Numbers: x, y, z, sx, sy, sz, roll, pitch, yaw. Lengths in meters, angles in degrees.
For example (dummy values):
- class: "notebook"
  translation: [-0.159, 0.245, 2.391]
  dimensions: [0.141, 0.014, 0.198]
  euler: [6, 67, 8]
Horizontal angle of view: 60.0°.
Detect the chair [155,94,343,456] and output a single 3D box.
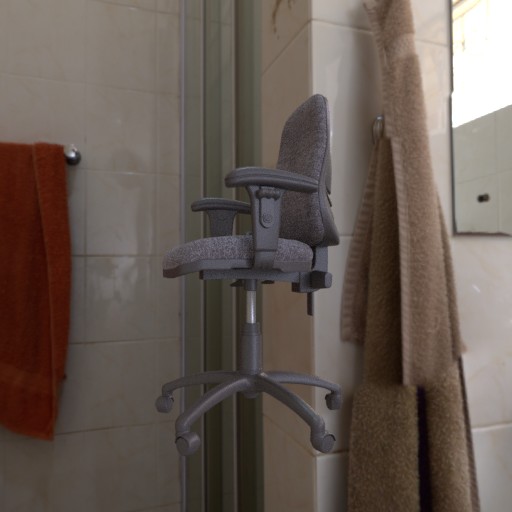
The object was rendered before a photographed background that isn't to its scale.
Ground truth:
- class: "chair"
  translation: [0.000, 0.000, 1.246]
  dimensions: [0.530, 0.910, 0.550]
  euler: [0, -1, -18]
